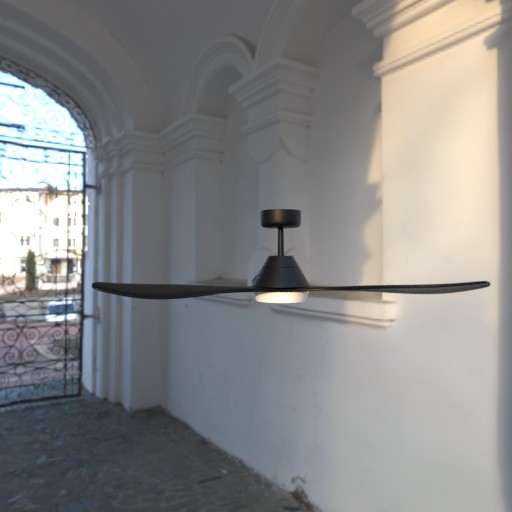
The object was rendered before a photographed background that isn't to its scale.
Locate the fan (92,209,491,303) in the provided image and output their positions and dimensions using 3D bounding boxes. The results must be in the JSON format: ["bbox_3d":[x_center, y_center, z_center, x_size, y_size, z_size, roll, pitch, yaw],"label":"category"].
[{"bbox_3d":[0.000,0.000,1.588,1.067,0.305,1.067,0,0,-17],"label":"fan"}]
